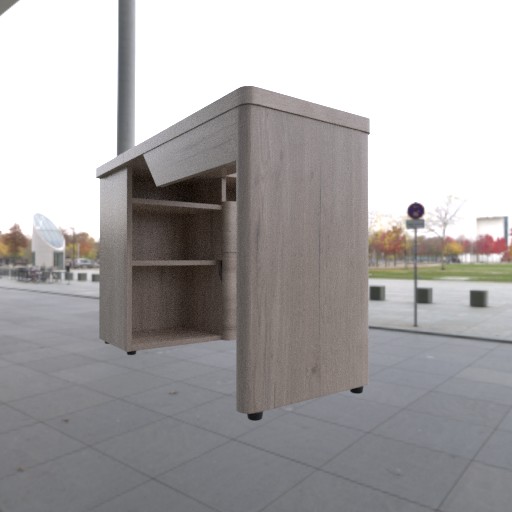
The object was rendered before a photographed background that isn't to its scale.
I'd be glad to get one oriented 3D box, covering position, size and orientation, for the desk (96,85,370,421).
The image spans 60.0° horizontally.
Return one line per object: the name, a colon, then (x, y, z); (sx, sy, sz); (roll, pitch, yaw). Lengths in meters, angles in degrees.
desk: (0.000, 0.000, 1.721); (0.900, 0.760, 1.169); (0, 0, -36)
